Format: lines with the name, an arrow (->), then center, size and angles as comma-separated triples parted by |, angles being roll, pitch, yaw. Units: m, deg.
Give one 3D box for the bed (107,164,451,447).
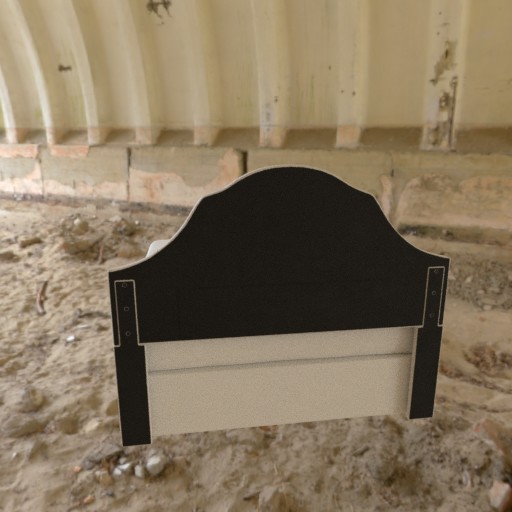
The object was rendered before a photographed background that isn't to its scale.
bed -> 0.000, 0.000, 3.717 | 2.039, 1.617, 2.477 | -2, 15, -8
